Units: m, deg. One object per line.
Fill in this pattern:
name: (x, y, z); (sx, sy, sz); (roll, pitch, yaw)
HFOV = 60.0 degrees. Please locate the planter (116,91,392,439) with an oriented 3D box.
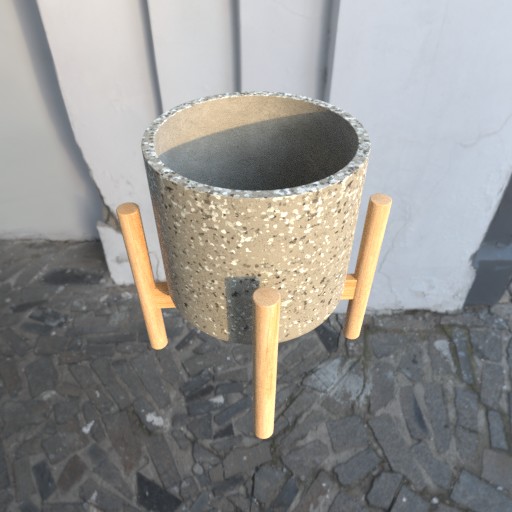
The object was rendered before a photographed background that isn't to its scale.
planter: (0.000, 0.000, 0.543); (0.284, 0.320, 0.284); (13, 43, 14)
